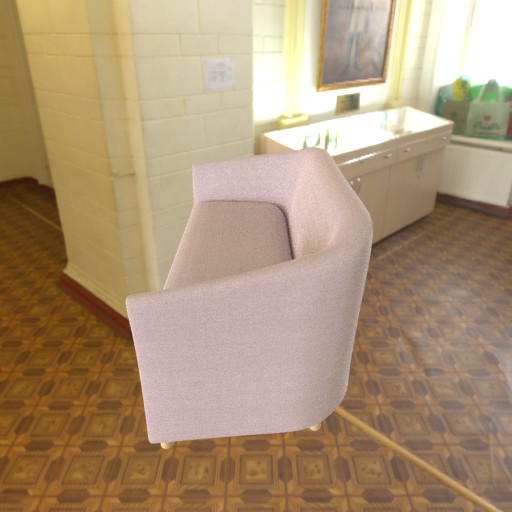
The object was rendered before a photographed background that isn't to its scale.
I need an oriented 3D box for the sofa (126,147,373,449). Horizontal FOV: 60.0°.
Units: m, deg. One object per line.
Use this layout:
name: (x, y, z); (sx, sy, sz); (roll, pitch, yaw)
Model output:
sofa: (0.000, 0.000, 1.893); (0.705, 0.721, 1.452); (0, 26, 0)
